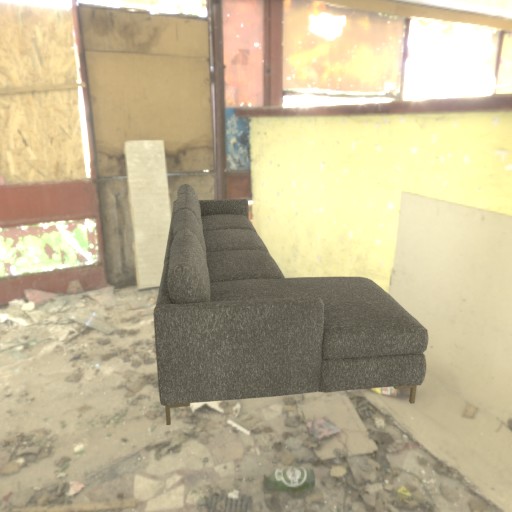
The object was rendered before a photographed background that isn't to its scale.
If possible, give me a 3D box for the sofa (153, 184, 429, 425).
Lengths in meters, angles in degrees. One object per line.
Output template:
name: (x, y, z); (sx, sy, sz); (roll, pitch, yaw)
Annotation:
sofa: (0.000, 0.000, 3.473); (1.350, 0.810, 2.932); (-2, 17, -8)
